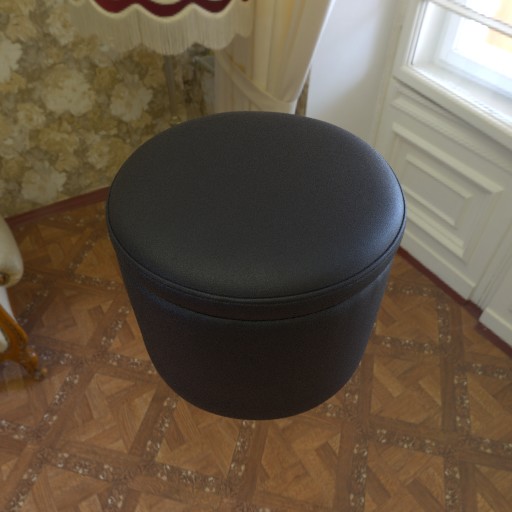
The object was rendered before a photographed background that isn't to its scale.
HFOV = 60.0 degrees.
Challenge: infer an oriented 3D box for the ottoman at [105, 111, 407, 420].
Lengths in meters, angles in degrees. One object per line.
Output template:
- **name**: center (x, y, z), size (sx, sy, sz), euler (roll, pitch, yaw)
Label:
- **ottoman**: center (0.000, 0.000, 0.869), size (0.501, 0.409, 0.501), euler (0, 46, 0)
